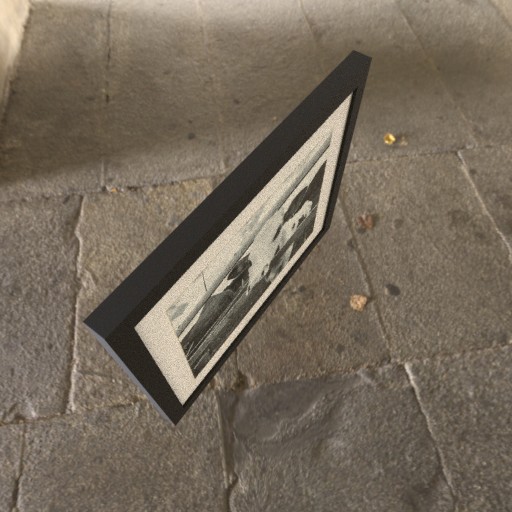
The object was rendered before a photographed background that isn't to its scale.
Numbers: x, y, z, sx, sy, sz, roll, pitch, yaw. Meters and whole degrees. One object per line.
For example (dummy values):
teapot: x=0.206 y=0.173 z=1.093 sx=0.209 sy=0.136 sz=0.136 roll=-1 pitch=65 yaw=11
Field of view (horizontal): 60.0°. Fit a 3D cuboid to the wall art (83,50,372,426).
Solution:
wall art: x=0.000 y=0.000 z=0.549 sx=0.024 sy=0.329 sz=0.404 roll=32 pitch=64 yaw=18
